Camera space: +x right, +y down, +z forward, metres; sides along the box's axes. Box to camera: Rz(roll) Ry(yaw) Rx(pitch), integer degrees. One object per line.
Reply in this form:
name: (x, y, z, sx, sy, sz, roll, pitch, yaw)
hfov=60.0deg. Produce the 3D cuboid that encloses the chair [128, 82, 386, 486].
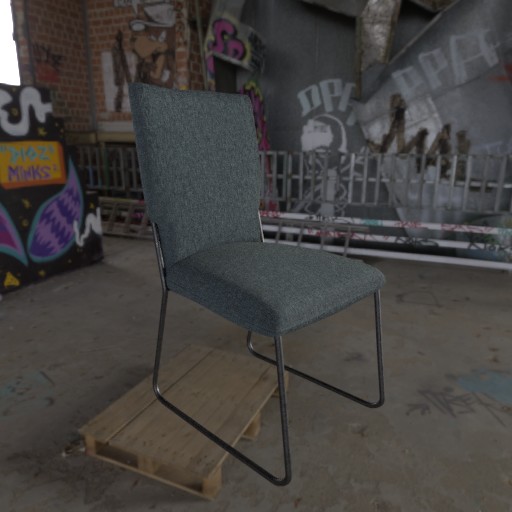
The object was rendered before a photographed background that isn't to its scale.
chair: (0.000, 0.000, 1.255, 0.635, 0.931, 0.480, 14, 20, 42)
